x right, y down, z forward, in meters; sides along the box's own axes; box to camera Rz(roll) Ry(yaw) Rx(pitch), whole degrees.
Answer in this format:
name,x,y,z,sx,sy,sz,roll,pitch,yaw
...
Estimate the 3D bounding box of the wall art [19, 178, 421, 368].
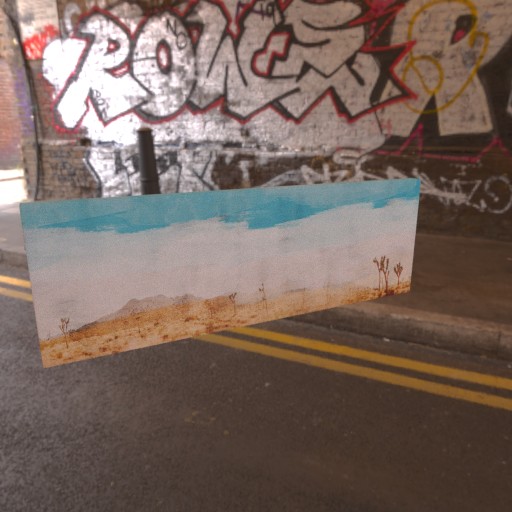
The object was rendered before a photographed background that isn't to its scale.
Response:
name,x,y,z,sx,sy,sz,roll,pitch,yaw
wall art,0.000,0.000,0.829,0.759,0.254,0.044,-8,18,-25
